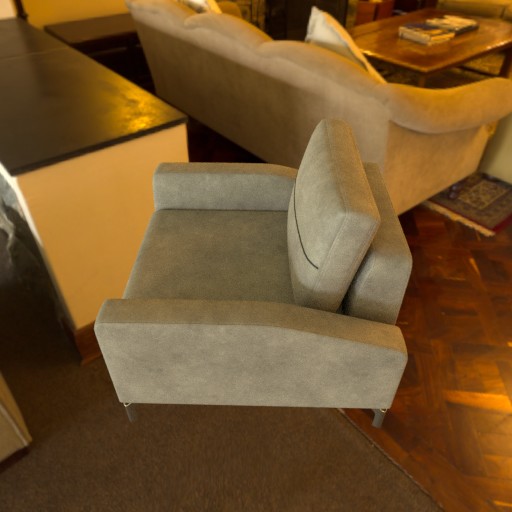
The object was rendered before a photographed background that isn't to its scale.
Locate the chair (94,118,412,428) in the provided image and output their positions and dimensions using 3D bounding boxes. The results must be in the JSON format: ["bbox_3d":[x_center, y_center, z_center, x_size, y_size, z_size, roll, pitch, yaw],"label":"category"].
[{"bbox_3d":[0.000,0.000,1.602,0.900,0.800,0.900,1,41,1],"label":"chair"}]
